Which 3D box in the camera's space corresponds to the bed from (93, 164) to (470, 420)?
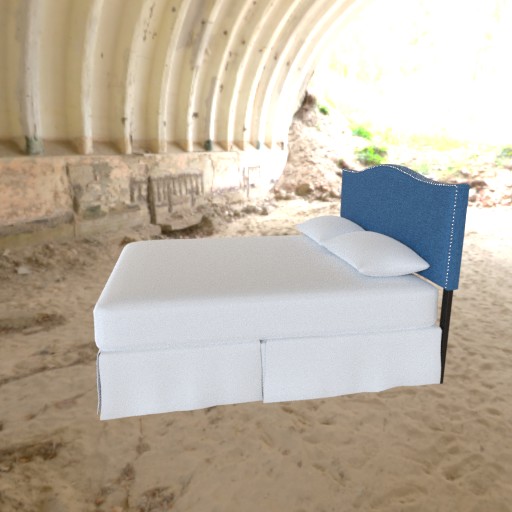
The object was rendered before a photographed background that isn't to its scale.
[{"bbox_3d":[0.000,0.000,2.901,1.872,1.169,1.610,-2,14,-10],"label":"bed"}]
